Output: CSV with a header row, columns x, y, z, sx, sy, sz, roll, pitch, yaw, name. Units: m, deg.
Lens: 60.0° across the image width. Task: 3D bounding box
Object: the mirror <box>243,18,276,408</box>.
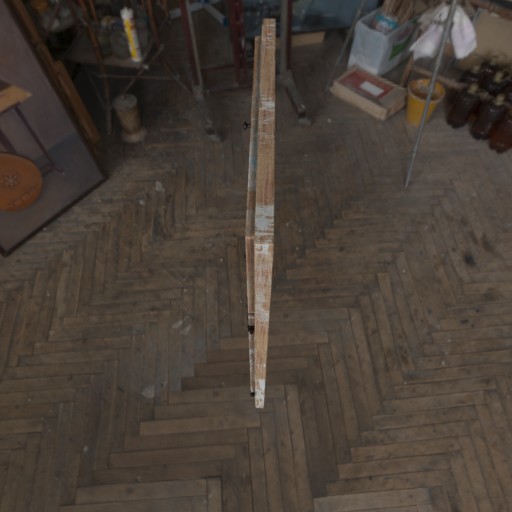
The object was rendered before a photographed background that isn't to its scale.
x,y,z,sx,sy,sz,roll,pitch,yaw,name
0.000,0.000,1.486,0.083,1.213,0.707,1,58,1,mirror
